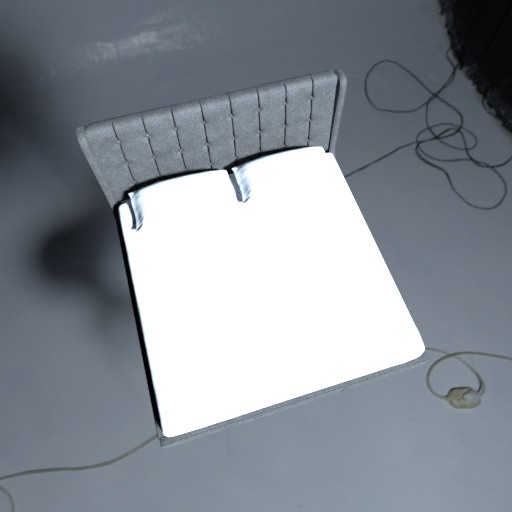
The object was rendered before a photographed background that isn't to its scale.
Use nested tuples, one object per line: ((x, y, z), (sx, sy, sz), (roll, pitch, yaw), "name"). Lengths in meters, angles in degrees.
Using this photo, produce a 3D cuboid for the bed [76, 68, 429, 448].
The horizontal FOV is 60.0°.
((0.000, 0.000, 2.546), (1.531, 0.933, 1.638), (-15, 65, -7), "bed")
